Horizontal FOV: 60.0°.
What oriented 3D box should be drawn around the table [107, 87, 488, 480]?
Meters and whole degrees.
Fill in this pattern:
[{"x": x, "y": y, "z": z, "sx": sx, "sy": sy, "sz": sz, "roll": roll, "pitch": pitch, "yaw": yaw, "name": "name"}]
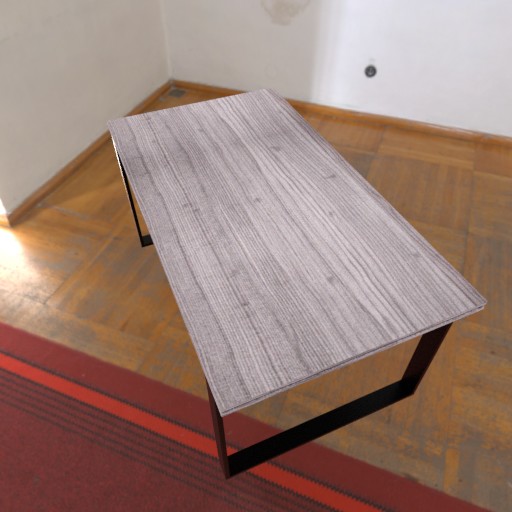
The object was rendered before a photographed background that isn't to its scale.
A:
[{"x": 0.000, "y": 0.000, "z": 2.019, "sx": 0.881, "sy": 0.736, "sz": 1.579, "roll": -17, "pitch": 49, "yaw": -16, "name": "table"}]
